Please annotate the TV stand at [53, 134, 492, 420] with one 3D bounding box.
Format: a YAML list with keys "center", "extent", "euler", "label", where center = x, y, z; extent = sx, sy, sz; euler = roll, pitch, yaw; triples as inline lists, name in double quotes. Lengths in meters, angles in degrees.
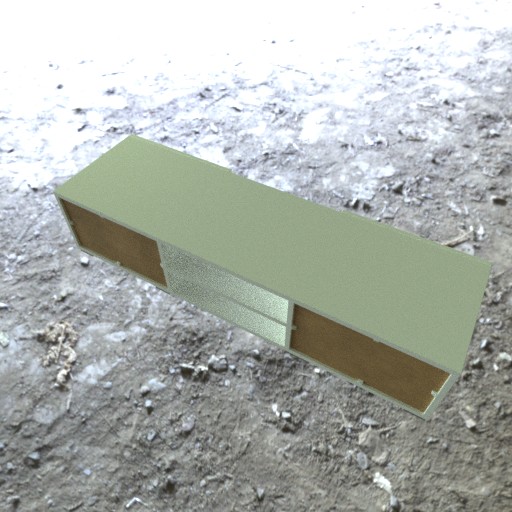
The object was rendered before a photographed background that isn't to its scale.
- center: [0.000, 0.000, 1.557]
  extent: [1.400, 0.310, 0.420]
  euler: [23, 52, 19]
  label: "TV stand"
